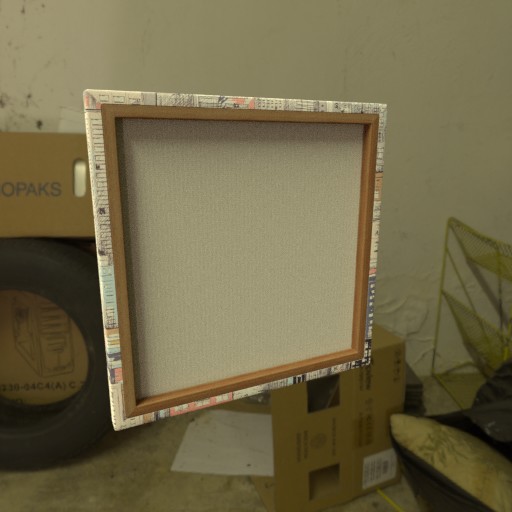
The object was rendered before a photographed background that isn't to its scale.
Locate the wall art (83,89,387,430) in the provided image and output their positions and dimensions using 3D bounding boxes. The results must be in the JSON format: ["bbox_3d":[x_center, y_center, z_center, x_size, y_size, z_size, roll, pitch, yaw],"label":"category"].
[{"bbox_3d":[0.000,0.000,0.904,0.607,0.608,0.038,-7,16,-25],"label":"wall art"}]
